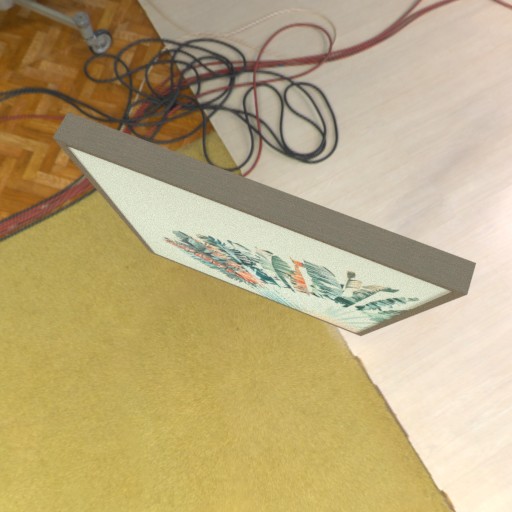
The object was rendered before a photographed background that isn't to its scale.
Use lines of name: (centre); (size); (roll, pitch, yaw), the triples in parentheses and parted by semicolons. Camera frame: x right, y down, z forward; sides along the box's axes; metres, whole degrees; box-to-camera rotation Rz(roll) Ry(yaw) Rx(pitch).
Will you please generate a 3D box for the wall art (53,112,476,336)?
wall art: (0.000, 0.000, 0.754); (0.508, 0.506, 0.038); (21, 76, 6)
